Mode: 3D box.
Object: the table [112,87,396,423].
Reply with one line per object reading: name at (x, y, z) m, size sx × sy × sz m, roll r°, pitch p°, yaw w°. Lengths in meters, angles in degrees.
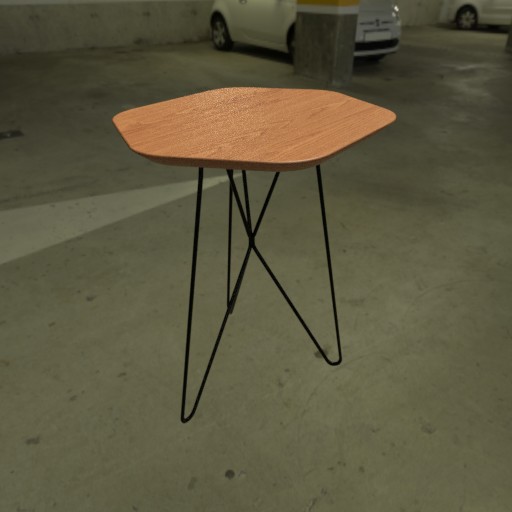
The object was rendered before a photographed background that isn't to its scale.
table at (0.000, 0.000, 0.897) m, size 0.400 × 0.562 × 0.500 m, roll 22°, pitch 38°, yaw 31°
